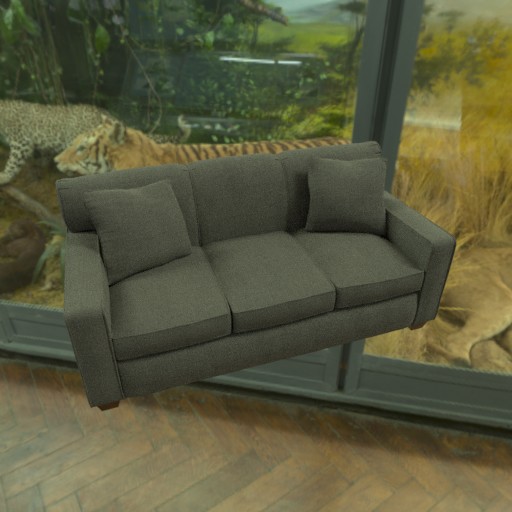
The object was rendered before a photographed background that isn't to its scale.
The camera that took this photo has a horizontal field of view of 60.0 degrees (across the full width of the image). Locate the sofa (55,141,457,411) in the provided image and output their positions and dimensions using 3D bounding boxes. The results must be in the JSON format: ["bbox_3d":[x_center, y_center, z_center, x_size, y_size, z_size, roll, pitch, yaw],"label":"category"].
[{"bbox_3d":[0.000,0.000,2.566,2.024,0.958,0.997,-10,33,-16],"label":"sofa"}]
